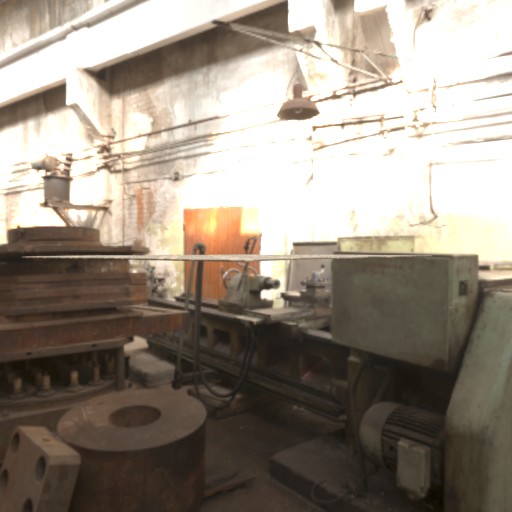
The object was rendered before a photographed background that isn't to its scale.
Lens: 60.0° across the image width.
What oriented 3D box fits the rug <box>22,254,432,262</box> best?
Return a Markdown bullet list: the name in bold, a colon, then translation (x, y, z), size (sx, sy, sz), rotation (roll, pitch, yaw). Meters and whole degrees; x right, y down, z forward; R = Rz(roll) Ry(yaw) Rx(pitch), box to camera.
- **rug**: translation (0.000, 0.000, 2.744), size (1.522, 0.013, 2.133), rotation (0, 1, 37)
